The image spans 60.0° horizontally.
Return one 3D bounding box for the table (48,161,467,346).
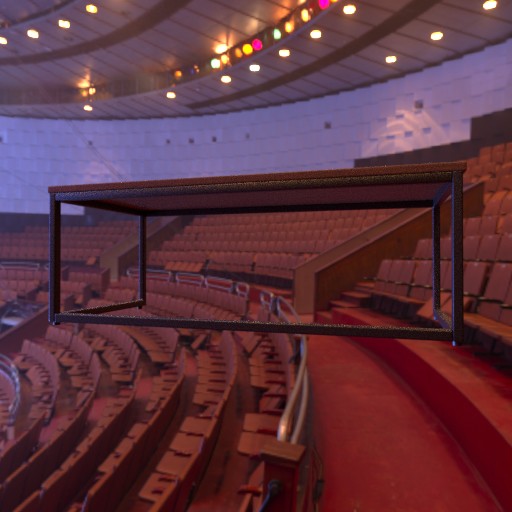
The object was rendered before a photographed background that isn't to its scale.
[{"bbox_3d":[0.000,0.000,1.349,1.100,0.400,0.500,0,-1,17],"label":"table"}]
